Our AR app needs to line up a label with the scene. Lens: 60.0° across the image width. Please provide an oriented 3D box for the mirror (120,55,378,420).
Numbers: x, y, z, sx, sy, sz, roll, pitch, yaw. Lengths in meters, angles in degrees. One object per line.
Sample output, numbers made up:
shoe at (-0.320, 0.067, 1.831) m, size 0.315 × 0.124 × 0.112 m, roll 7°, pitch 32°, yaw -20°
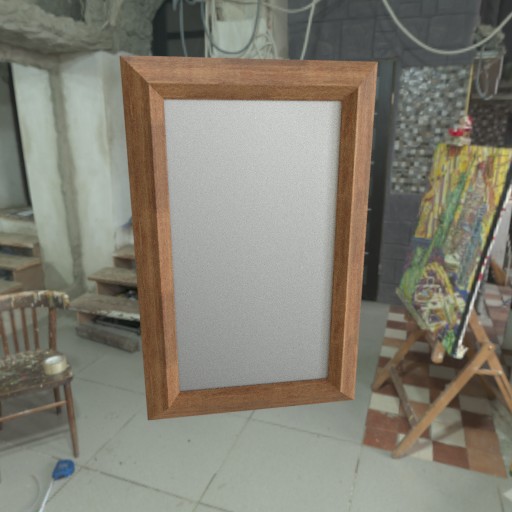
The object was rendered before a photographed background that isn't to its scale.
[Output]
mirror at (0.000, 0.000, 1.222) m, size 0.651 × 1.010 × 0.047 m, roll -3°, pitch 16°, yaw -9°
